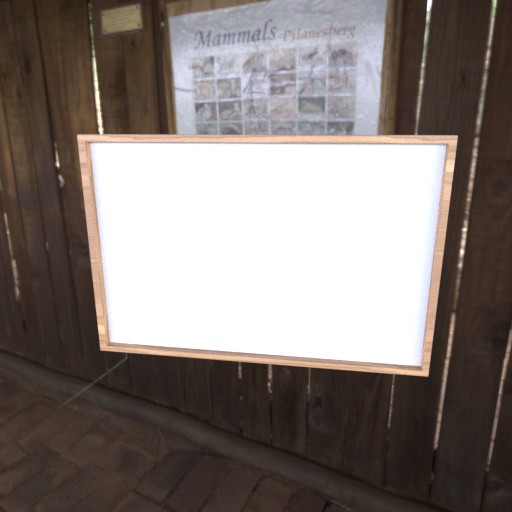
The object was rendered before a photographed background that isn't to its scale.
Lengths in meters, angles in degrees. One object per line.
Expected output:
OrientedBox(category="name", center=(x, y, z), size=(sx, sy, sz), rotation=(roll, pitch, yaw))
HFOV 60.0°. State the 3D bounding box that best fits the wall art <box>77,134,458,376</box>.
OrientedBox(category="wall art", center=(0.000, 0.000, 1.433), size=(1.137, 0.756, 0.034), rotation=(3, 16, 9))
